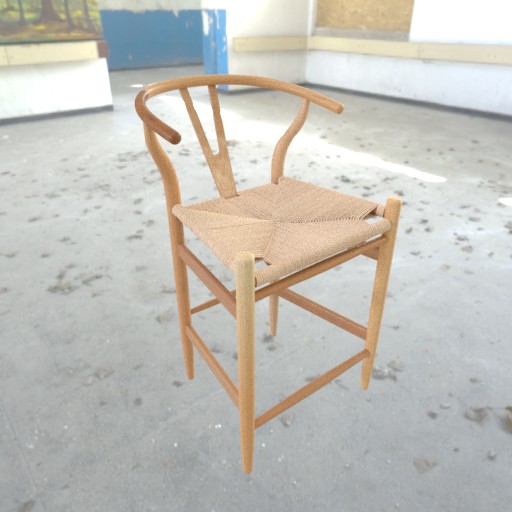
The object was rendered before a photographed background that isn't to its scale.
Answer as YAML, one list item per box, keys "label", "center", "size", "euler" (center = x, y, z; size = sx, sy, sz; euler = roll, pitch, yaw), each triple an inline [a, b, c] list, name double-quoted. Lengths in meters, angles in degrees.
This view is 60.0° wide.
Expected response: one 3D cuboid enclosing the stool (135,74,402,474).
- label: "stool"
  center: [0.000, 0.000, 1.285]
  size: [0.536, 0.923, 0.575]
  euler: [-21, 35, -33]
